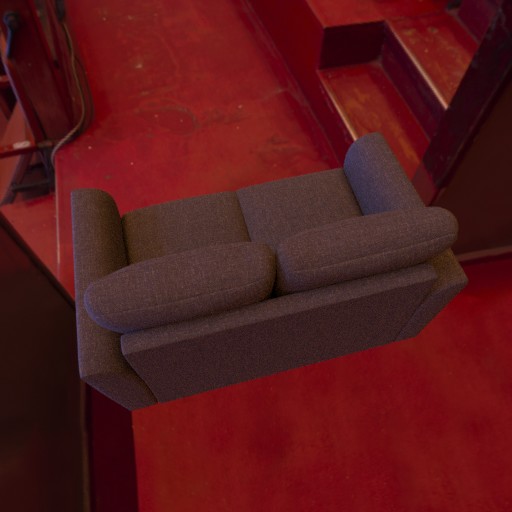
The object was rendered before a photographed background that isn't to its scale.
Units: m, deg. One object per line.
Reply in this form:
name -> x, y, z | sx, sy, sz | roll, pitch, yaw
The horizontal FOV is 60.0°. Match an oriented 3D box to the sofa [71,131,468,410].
sofa -> 0.000, 0.000, 1.918 | 1.423, 0.885, 0.851 | -13, 59, -8
